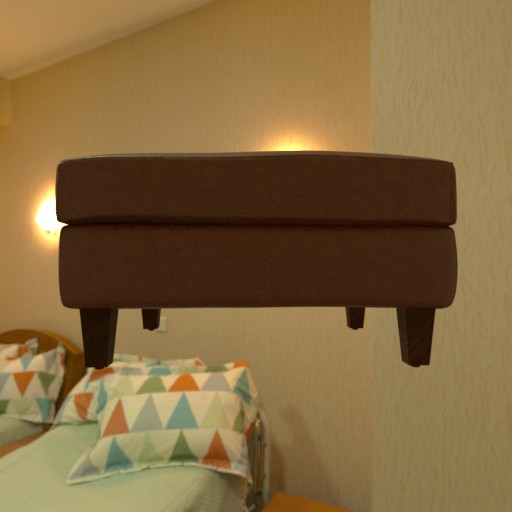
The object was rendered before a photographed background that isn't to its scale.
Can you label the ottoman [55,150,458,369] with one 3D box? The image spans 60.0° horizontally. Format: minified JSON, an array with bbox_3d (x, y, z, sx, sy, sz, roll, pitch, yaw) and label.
[{"bbox_3d":[0.000,0.000,1.217,0.851,0.485,0.650,0,-1,-2],"label":"ottoman"}]
